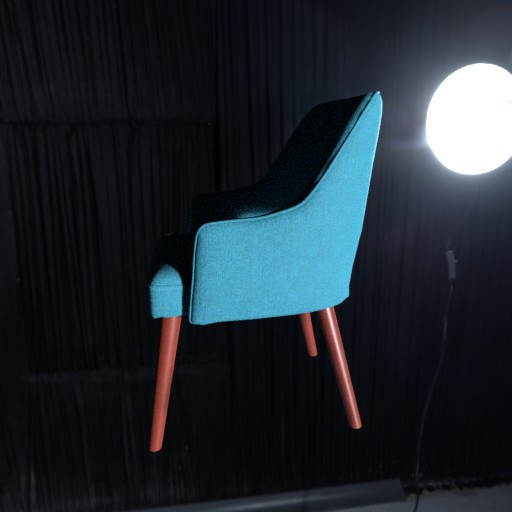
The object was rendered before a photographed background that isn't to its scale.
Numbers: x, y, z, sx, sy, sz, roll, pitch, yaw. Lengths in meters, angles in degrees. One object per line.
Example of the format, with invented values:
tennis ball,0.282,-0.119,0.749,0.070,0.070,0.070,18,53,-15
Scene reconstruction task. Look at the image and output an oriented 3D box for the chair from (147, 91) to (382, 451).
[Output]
chair,0.000,0.000,1.231,0.605,0.849,0.548,-2,15,-9
